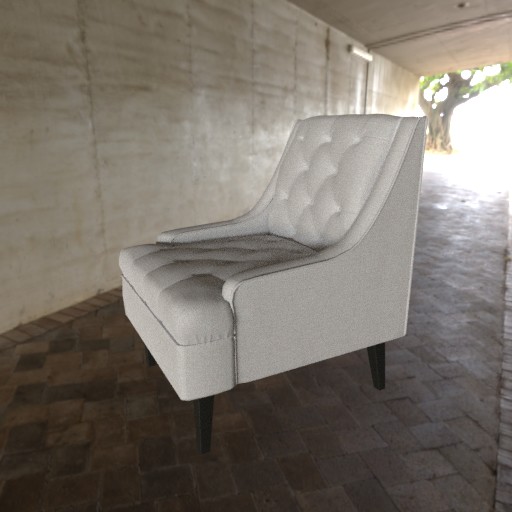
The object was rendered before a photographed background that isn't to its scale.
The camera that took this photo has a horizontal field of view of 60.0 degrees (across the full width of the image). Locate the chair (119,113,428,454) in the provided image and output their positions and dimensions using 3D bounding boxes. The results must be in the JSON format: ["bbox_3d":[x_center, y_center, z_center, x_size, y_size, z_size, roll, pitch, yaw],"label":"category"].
[{"bbox_3d":[0.000,0.000,1.448,0.772,0.891,0.658,-9,18,-27],"label":"chair"}]
